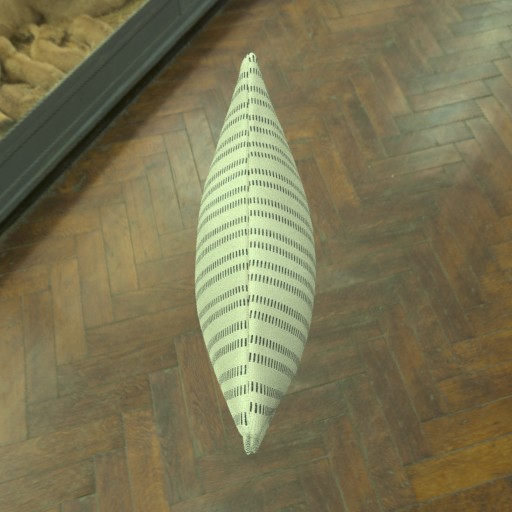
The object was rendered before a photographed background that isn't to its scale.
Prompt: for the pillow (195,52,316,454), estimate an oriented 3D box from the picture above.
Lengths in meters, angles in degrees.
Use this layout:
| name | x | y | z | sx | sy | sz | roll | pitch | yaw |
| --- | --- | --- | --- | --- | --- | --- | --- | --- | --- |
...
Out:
| name | x | y | z | sx | sy | sz | roll | pitch | yaw |
| --- | --- | --- | --- | --- | --- | --- | --- | --- | --- |
| pillow | 0.000 | 0.000 | 0.798 | 0.210 | 0.353 | 0.640 | 0 | 64 | 0 |
